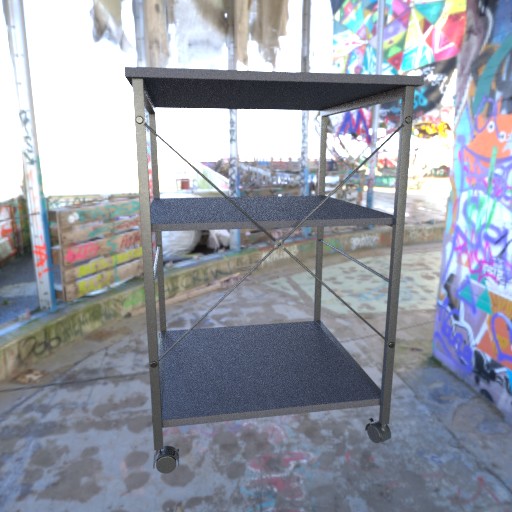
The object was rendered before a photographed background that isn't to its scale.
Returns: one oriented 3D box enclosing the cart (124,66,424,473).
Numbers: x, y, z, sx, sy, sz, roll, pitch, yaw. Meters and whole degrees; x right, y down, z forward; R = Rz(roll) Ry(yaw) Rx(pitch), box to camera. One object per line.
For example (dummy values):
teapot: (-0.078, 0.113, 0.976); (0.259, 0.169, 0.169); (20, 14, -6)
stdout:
cart: (0.000, 0.000, 1.087); (0.521, 0.762, 0.520); (-2, 13, -10)
